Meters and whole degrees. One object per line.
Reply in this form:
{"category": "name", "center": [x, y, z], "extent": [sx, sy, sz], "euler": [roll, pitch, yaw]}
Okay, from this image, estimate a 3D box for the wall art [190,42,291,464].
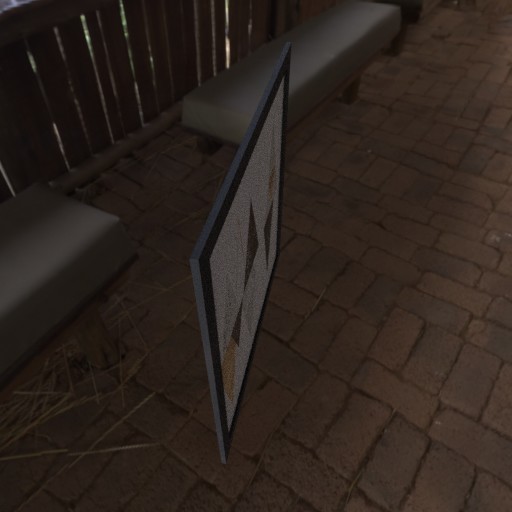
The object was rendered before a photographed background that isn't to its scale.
{"category": "wall art", "center": [0.000, 0.000, 1.211], "extent": [0.013, 0.823, 0.823], "euler": [9, 47, 9]}
